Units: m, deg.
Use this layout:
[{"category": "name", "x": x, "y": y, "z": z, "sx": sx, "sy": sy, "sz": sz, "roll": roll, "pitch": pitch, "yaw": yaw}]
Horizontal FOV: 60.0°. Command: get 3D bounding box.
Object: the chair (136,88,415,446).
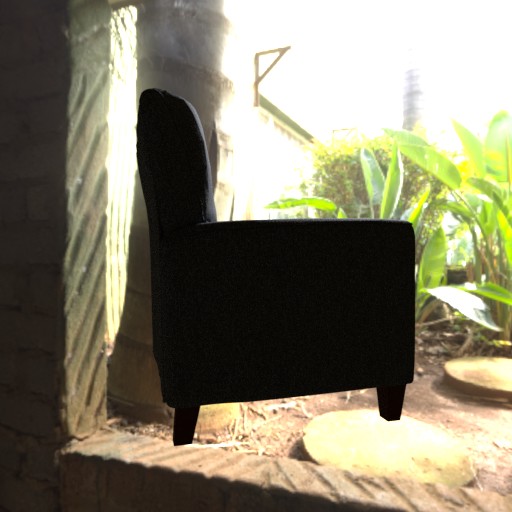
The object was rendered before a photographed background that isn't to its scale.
[{"category": "chair", "x": 0.000, "y": 0.000, "z": 1.631, "sx": 0.850, "sy": 1.016, "sz": 0.839, "roll": 0, "pitch": 1, "yaw": -16}]
